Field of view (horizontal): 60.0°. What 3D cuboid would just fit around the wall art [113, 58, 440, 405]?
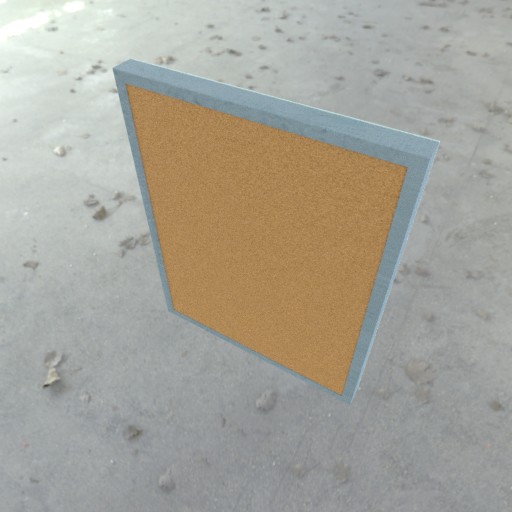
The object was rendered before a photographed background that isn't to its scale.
[{"bbox_3d":[0.000,0.000,0.689,0.409,0.509,0.037,23,50,21],"label":"wall art"}]
